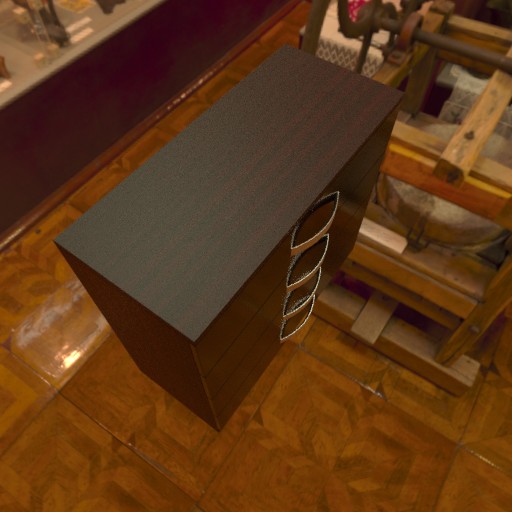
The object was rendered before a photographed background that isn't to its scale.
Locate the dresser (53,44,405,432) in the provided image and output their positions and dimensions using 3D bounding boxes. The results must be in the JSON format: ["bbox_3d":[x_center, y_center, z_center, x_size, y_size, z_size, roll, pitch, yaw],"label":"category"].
[{"bbox_3d":[0.000,0.000,1.204,0.360,0.720,0.750,31,62,19],"label":"dresser"}]
